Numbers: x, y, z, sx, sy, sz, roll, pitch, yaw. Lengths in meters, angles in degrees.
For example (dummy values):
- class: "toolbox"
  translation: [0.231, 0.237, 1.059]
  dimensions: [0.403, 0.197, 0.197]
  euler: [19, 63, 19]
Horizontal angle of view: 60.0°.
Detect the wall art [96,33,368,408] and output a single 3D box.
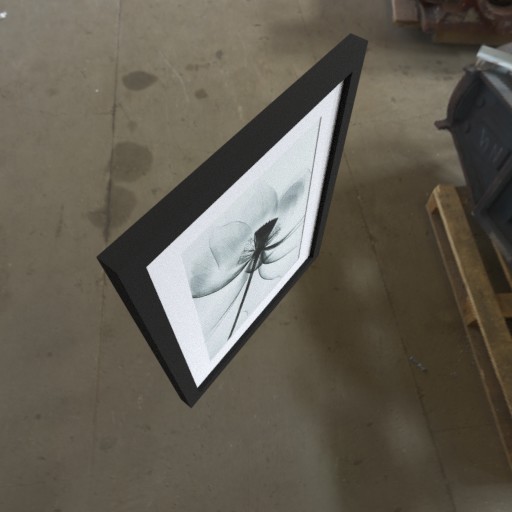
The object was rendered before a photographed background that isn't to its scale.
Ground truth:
- class: "wall art"
  translation: [0.000, 0.000, 0.750]
  dimensions: [0.029, 0.559, 0.457]
  euler: [34, 64, 19]
